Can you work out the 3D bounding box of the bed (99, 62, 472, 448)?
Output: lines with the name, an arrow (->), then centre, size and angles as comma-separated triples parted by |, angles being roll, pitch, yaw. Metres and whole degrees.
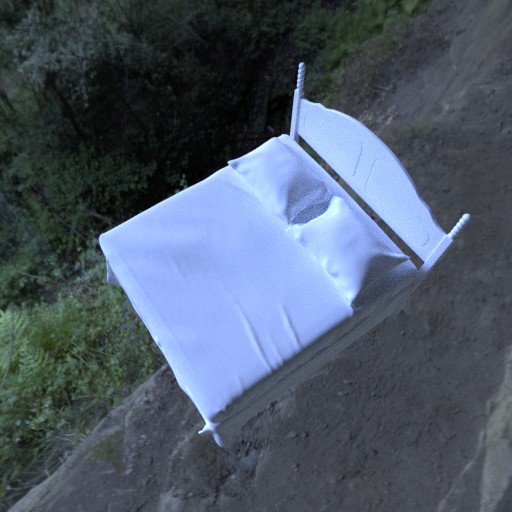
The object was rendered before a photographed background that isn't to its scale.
bed -> 0.000, 0.000, 3.266 | 2.040, 1.356, 1.873 | -32, 67, -15
